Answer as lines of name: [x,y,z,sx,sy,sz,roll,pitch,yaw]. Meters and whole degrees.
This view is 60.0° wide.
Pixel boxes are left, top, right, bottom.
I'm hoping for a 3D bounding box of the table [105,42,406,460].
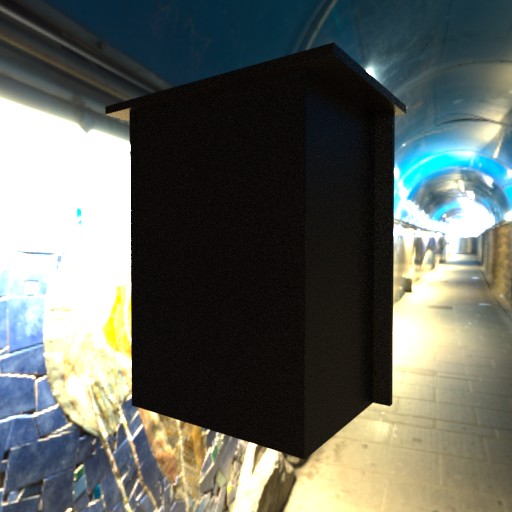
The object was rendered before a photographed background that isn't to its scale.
table: [0.000,0.000,1.063,0.589,0.711,0.408,1,2,35]
